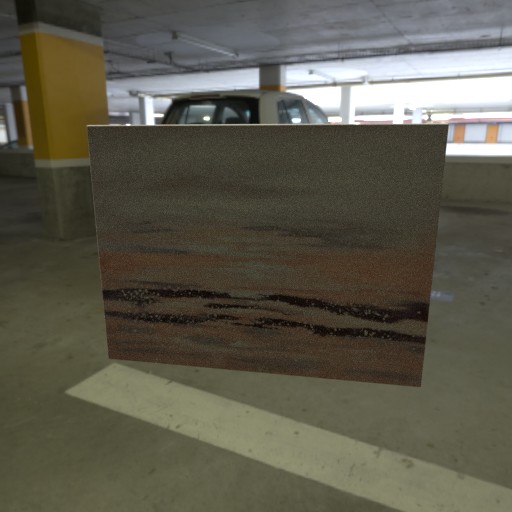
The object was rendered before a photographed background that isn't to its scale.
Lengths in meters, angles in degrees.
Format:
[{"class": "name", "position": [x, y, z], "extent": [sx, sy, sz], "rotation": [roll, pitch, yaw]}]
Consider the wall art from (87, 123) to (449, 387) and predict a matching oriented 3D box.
[{"class": "wall art", "position": [0.000, 0.000, 1.339], "extent": [1.015, 0.763, 0.038], "rotation": [3, 15, 10]}]
